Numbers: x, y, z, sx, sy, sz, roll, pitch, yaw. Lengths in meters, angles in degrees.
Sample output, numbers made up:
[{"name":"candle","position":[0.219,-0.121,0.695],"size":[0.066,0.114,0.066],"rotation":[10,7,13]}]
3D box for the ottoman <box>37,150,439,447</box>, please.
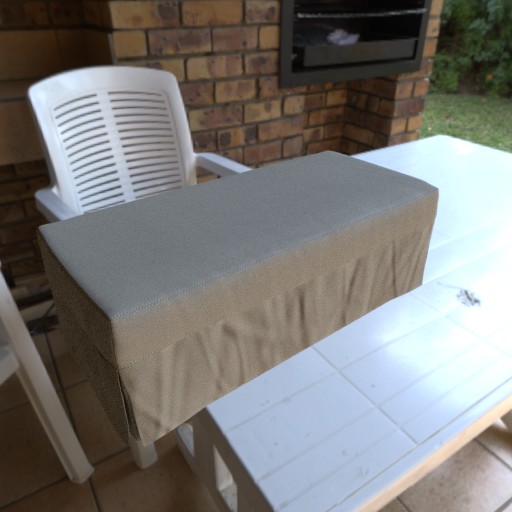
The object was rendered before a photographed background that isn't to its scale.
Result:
[{"name":"ottoman","position":[0.000,0.000,1.677],"size":[1.388,0.457,0.665],"rotation":[-21,37,-32]}]
